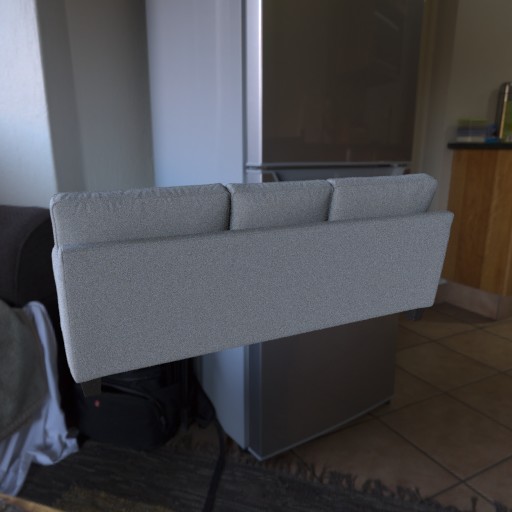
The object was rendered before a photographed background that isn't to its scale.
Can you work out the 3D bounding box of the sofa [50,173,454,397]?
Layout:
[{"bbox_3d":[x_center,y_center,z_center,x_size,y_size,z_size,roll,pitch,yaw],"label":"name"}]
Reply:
[{"bbox_3d":[0.000,0.000,2.799,2.323,0.997,1.016,-7,16,-25],"label":"sofa"}]
